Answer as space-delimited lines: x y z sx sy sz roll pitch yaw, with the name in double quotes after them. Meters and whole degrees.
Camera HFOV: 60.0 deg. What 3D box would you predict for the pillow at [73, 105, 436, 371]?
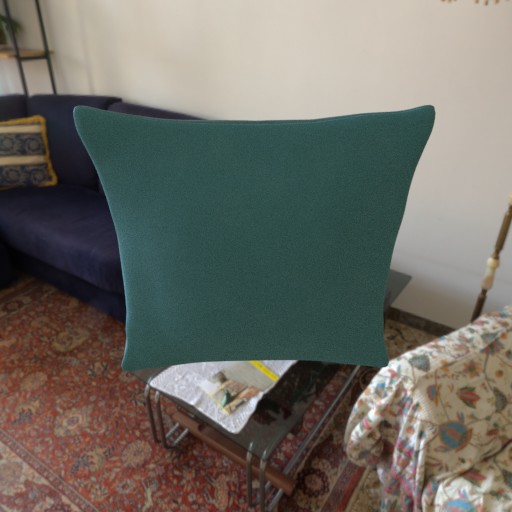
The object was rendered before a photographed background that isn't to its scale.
0.000 0.000 0.628 0.433 0.415 0.151 -1 30 -1 "pillow"
